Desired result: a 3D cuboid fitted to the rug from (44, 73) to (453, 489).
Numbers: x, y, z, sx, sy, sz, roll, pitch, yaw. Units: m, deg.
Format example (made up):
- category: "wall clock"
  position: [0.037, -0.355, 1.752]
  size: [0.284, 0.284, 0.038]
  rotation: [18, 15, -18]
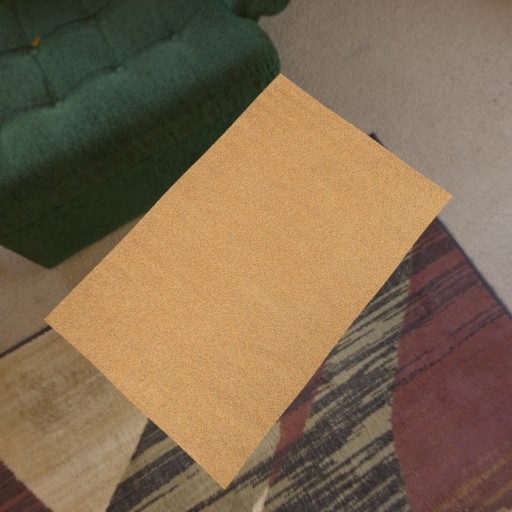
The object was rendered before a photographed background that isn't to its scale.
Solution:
- category: "rug"
  position: [0.000, 0.000, 2.890]
  size: [1.500, 0.025, 2.346]
  rotation: [39, 78, 10]
